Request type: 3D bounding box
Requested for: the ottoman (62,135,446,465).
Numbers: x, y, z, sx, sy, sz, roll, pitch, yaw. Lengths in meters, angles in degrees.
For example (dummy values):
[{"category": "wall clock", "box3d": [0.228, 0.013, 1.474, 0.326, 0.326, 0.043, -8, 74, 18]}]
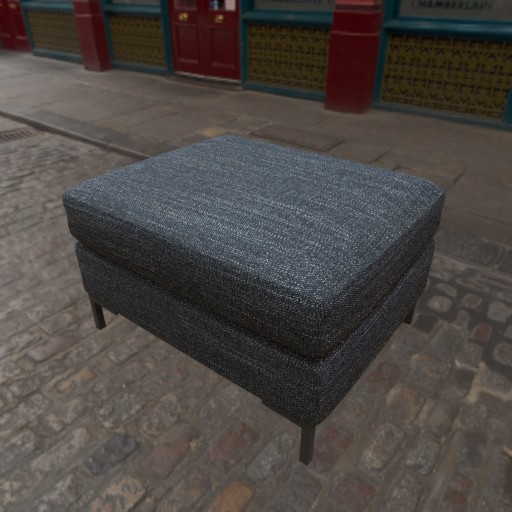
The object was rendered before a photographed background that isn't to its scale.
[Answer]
[{"category": "ottoman", "box3d": [0.000, 0.000, 1.251, 0.814, 0.491, 0.667, 21, 37, 32]}]
